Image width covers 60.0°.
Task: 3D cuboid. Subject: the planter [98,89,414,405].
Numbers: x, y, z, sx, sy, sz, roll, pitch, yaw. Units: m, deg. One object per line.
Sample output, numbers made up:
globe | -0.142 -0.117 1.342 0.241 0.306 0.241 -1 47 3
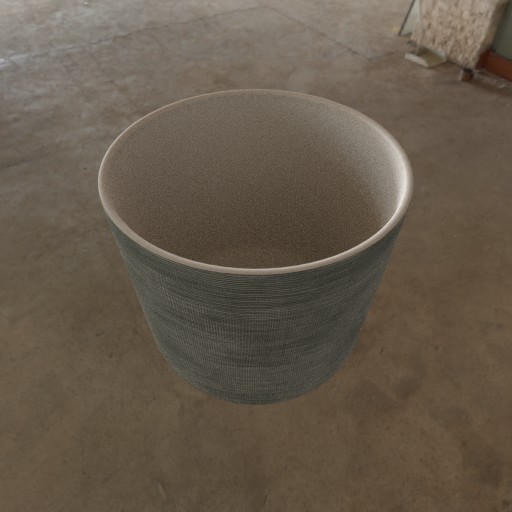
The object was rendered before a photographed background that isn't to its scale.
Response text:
planter | 0.000 0.000 0.777 0.440 0.398 0.440 0 46 0
